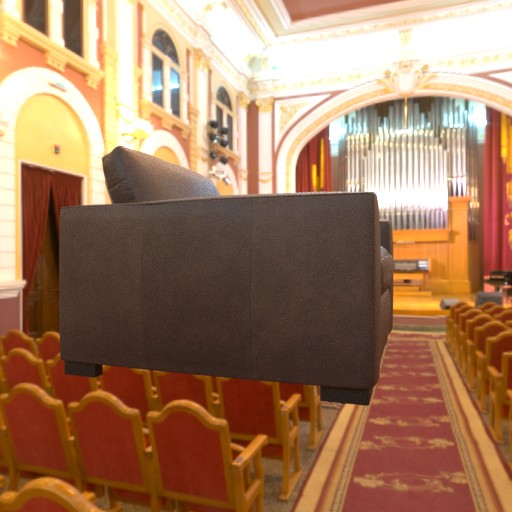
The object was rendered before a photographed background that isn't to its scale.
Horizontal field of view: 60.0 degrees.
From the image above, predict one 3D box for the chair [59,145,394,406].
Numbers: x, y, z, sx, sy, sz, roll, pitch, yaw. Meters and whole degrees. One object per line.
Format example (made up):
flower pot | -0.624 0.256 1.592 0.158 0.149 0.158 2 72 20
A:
chair | 0.000 0.000 1.810 1.069 0.812 1.100 0 0 19
